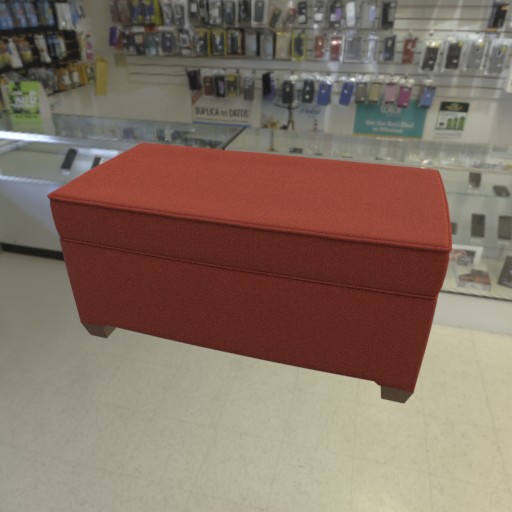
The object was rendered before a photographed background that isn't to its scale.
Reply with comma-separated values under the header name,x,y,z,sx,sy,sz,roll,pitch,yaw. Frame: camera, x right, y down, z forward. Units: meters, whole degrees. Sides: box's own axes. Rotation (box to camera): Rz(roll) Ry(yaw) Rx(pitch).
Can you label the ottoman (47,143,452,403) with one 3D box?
name,x,y,z,sx,sy,sz,roll,pitch,yaw
ottoman,0.000,0.000,1.260,0.948,0.454,0.497,9,32,14
